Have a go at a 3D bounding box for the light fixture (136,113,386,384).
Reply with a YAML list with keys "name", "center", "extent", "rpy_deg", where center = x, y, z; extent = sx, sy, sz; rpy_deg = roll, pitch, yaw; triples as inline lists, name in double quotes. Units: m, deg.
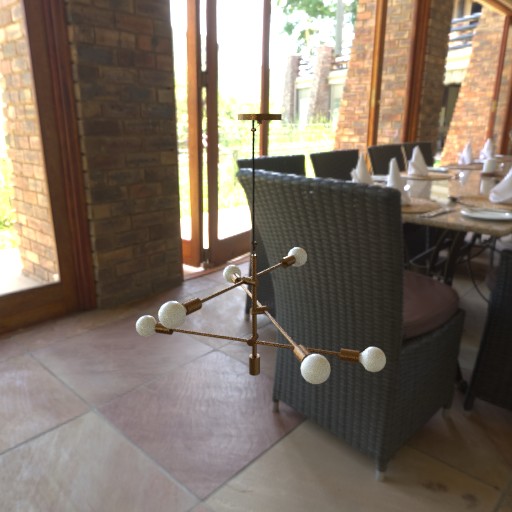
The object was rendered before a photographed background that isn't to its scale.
- name: "light fixture"
  center: [0.000, 0.000, 1.220]
  extent: [0.637, 0.744, 0.682]
  rpy_deg: [-15, 22, -42]
